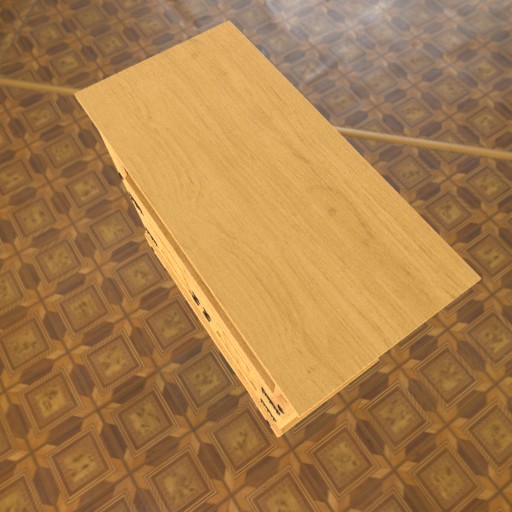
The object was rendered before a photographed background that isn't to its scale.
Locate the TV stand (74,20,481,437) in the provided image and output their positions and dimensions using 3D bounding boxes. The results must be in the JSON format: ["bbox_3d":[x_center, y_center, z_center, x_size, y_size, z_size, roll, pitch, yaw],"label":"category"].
[{"bbox_3d":[0.000,0.000,1.276,0.430,0.787,0.851,-32,69,-14],"label":"TV stand"}]
